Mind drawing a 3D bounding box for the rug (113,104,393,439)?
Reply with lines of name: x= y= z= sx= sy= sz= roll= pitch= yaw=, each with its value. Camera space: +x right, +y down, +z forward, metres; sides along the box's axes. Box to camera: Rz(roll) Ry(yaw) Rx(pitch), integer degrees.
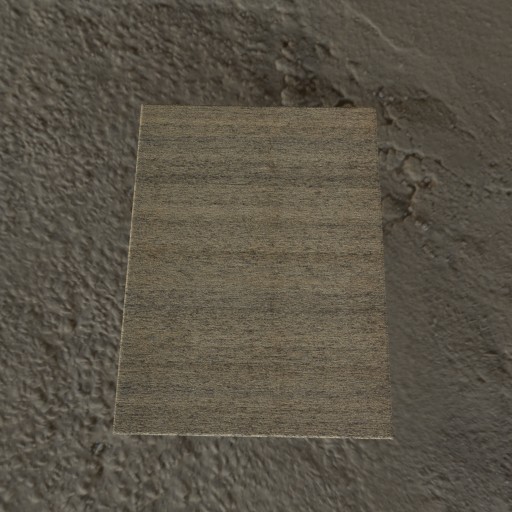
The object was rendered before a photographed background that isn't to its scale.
rug: x=0.000 y=0.000 z=4.195 sx=2.414 sy=0.036 sz=3.199 roll=1 pitch=76 yaw=0
